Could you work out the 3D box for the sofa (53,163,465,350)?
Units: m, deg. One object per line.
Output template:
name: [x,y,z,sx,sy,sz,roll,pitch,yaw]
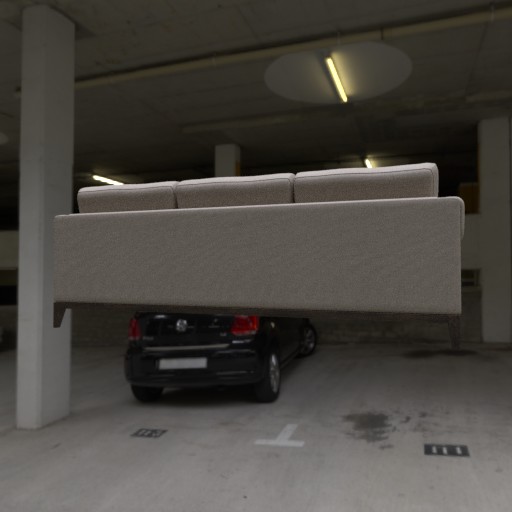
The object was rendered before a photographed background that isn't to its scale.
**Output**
sofa: [0.000,0.000,2.687,2.210,0.838,0.959,0,-1,19]
